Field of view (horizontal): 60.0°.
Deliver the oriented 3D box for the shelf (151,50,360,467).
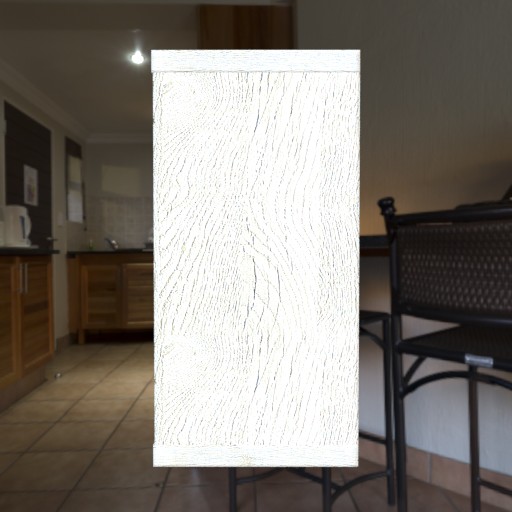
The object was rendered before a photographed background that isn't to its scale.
[{"bbox_3d":[0.000,0.000,1.231,0.390,0.786,0.790,0,1,0],"label":"shelf"}]
